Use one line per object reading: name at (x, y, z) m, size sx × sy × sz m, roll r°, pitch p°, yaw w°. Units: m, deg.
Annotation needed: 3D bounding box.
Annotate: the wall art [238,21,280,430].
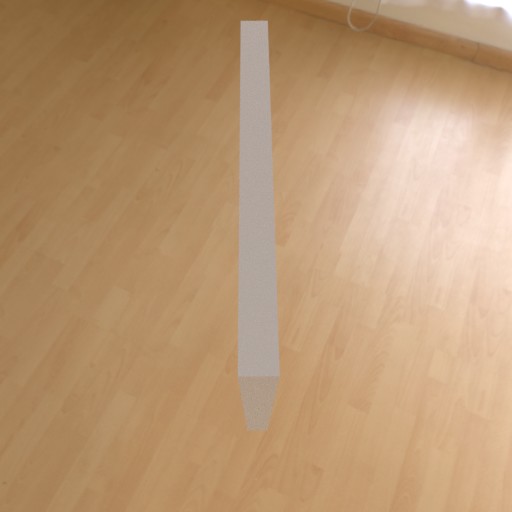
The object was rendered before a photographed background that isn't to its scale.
wall art at (0.000, 0.000, 0.527) m, size 0.027 × 0.355 × 0.355 m, roll -1°, pitch 63°, yaw 0°
